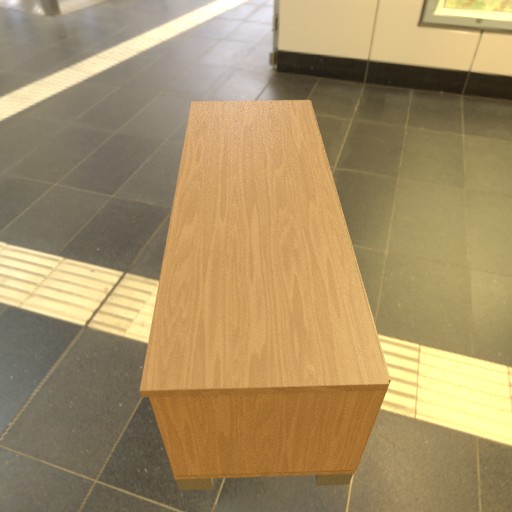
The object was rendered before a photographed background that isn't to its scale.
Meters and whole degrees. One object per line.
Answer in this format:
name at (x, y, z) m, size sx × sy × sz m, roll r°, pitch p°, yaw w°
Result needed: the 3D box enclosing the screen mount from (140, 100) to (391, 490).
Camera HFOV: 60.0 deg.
screen mount at (0.000, 0.000, 1.253) m, size 0.406 × 0.432 × 1.084 m, roll -1°, pitch 43°, yaw -1°
